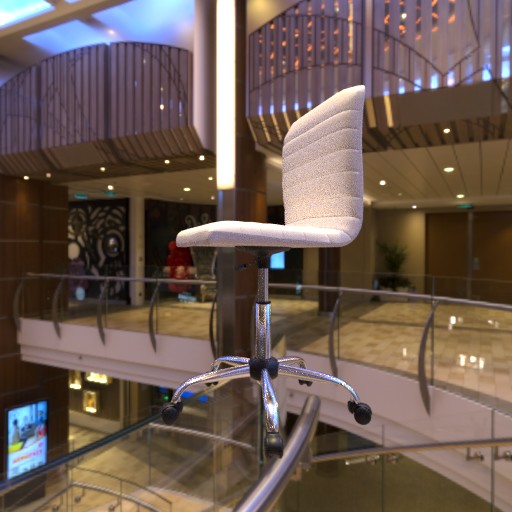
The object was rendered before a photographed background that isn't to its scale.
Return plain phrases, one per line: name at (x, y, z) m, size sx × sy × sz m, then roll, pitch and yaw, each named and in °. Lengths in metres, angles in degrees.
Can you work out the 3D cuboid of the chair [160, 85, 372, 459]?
chair at (0.000, 0.000, 1.064) m, size 0.455 × 0.750 × 0.520 m, roll 0°, pitch 1°, yaw -19°
